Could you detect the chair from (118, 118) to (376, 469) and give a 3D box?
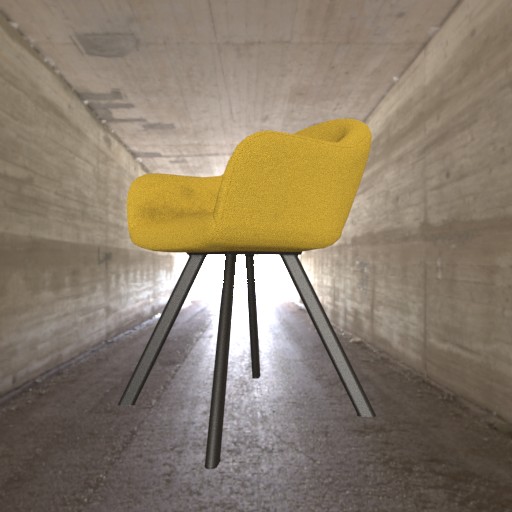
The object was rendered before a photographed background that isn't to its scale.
[{"bbox_3d":[0.000,0.000,1.151,0.565,0.775,0.545,0,0,-37],"label":"chair"}]
